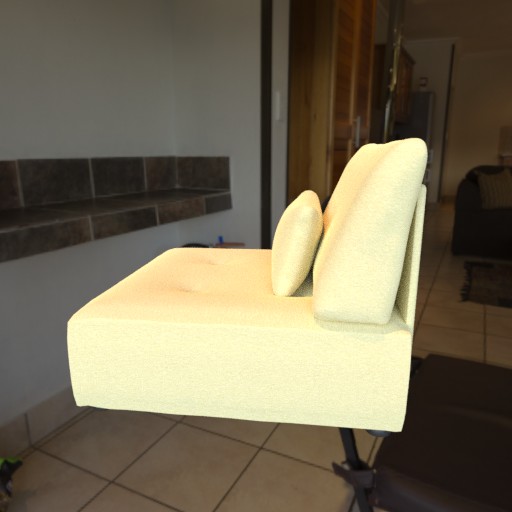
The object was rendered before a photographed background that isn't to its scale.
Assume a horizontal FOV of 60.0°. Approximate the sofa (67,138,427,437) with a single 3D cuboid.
[{"bbox_3d":[0.000,0.000,1.646,1.000,0.820,0.930,2,13,8],"label":"sofa"}]
